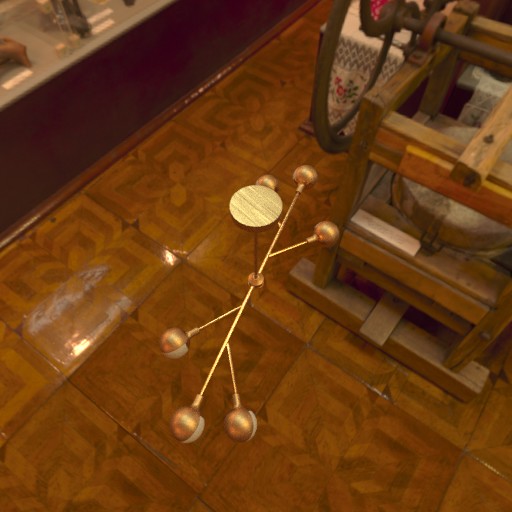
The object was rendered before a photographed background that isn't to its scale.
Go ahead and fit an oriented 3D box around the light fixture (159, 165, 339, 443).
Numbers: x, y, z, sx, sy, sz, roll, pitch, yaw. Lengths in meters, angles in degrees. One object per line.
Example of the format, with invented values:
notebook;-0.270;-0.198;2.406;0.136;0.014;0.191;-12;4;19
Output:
light fixture;0.000;0.000;0.999;0.434;0.362;0.778;34;64;20
